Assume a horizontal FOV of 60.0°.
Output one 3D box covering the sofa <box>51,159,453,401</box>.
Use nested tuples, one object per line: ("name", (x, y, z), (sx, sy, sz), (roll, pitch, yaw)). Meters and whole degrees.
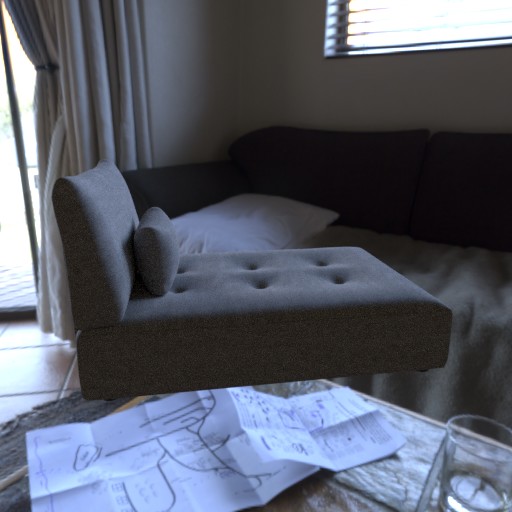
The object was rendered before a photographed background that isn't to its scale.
("sofa", (0.000, 0.000, 1.999), (1.450, 0.820, 0.930), (-3, 16, -9))
